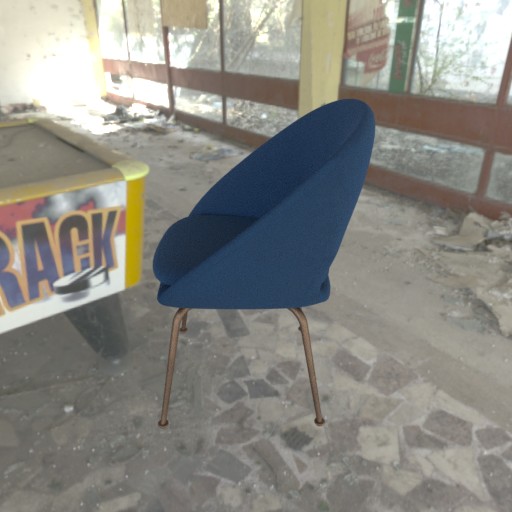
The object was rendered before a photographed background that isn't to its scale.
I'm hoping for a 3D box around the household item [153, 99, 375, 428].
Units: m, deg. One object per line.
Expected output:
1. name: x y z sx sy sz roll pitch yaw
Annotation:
1. household item: 0.000 0.000 1.285 0.573 0.852 0.623 0 27 -1
